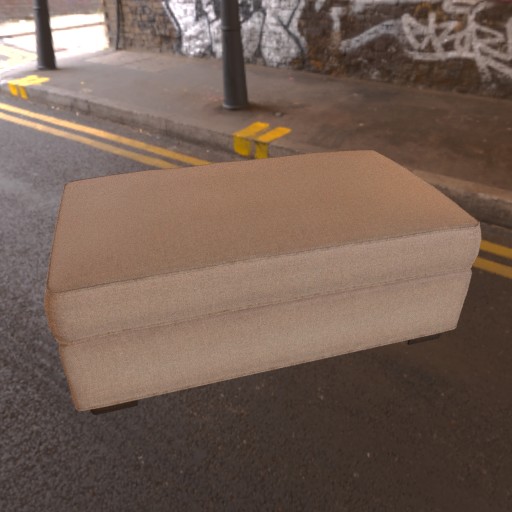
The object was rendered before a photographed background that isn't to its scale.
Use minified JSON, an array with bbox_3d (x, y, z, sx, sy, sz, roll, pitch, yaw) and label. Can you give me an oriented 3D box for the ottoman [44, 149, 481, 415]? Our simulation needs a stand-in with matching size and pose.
[{"bbox_3d":[0.000,0.000,1.360,1.097,0.448,0.617,-9,34,-13],"label":"ottoman"}]
